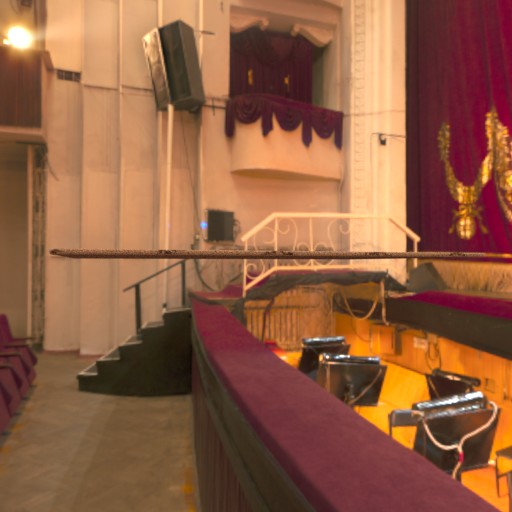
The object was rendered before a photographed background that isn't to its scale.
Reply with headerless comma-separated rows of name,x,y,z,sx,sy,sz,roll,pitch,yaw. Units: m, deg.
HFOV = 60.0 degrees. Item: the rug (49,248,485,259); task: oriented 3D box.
rug,0.000,0.000,3.437,2.743,0.030,1.778,0,-1,-19
